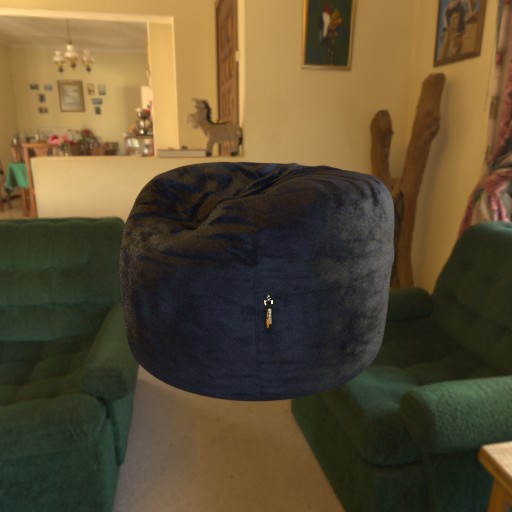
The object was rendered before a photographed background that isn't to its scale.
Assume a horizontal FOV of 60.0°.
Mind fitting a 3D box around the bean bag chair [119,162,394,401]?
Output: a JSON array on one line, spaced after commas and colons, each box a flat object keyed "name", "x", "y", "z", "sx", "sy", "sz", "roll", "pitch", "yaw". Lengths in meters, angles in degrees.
[{"name": "bean bag chair", "x": 0.000, "y": 0.000, "z": 1.540, "sx": 0.918, "sy": 0.616, "sz": 0.918, "roll": 0, "pitch": 15, "yaw": 0}]
